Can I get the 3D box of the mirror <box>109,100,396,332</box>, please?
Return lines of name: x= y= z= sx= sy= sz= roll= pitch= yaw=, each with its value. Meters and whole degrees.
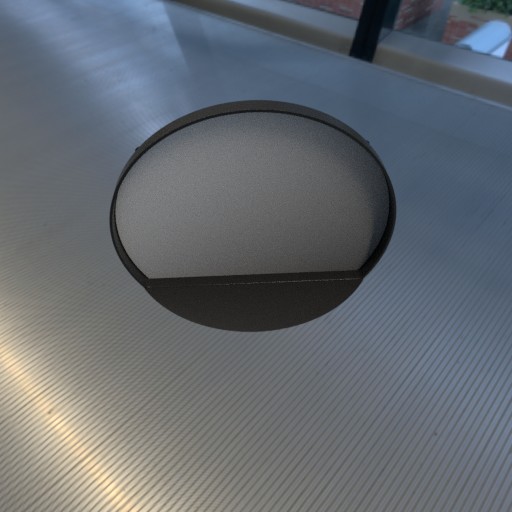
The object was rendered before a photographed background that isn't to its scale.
mirror: x=0.000 y=0.000 z=0.698 sx=0.457 sy=0.457 sz=0.133 roll=-2 pitch=46 yaw=-2
